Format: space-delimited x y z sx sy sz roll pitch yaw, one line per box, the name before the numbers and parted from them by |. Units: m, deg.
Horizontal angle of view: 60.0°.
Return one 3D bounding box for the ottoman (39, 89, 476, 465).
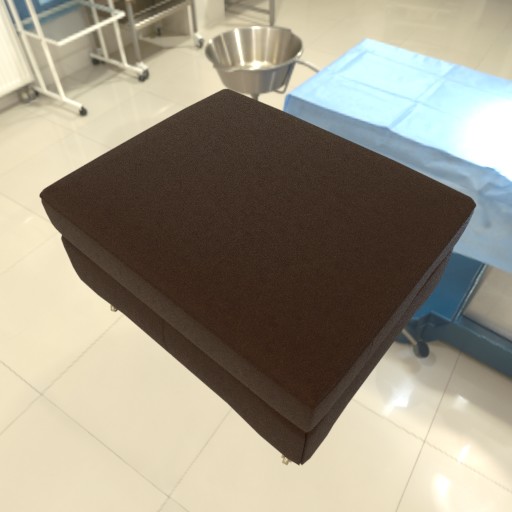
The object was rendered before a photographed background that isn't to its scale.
ottoman | 0.000 0.000 1.736 1.187 0.730 0.967 33 56 25
